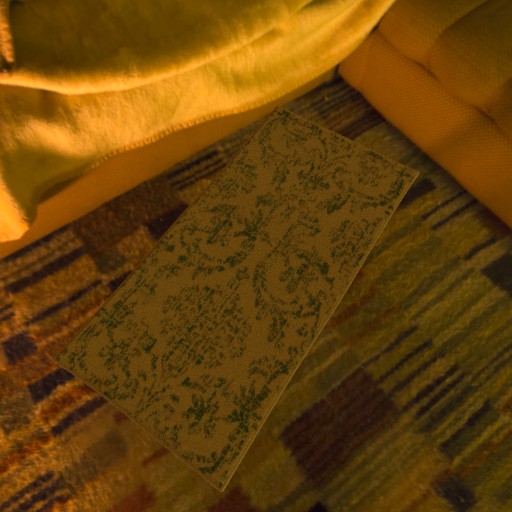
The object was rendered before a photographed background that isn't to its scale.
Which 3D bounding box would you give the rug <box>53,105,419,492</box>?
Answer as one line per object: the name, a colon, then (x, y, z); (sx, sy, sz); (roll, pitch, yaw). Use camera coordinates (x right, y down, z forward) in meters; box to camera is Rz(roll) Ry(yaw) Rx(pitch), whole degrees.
rug: (0.000, 0.000, 1.433); (0.605, 0.007, 1.220); (30, 66, 15)
